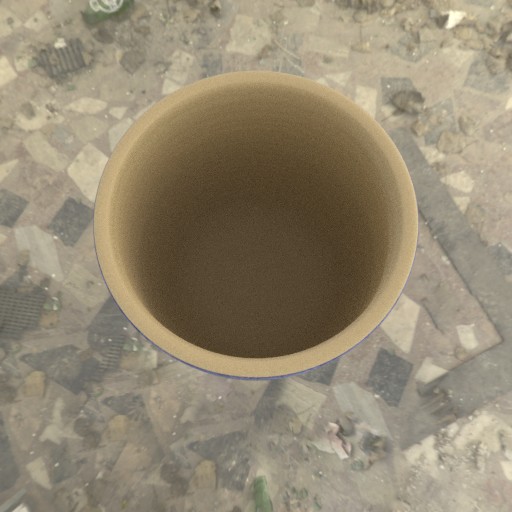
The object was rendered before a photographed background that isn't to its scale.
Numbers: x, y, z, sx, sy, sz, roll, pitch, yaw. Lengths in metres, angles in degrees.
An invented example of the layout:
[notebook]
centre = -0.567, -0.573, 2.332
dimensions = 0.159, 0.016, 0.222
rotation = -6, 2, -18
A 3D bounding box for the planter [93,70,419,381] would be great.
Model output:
[planter]
centre = 0.000, 0.000, 0.344
dimensions = 0.184, 0.206, 0.184
rotation = 0, 75, 0
